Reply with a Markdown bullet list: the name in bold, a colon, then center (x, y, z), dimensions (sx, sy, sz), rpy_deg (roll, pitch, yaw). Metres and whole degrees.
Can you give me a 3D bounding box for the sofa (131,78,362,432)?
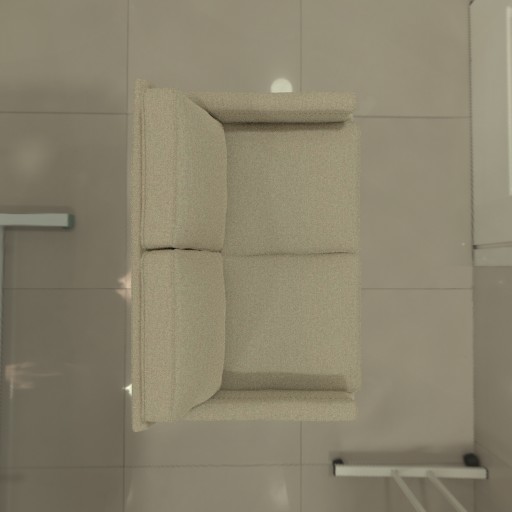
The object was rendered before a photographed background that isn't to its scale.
- **sofa**: center (0.000, 0.000, 2.240), dimensions (1.084, 1.003, 1.597), rpy_deg (0, 89, -2)
